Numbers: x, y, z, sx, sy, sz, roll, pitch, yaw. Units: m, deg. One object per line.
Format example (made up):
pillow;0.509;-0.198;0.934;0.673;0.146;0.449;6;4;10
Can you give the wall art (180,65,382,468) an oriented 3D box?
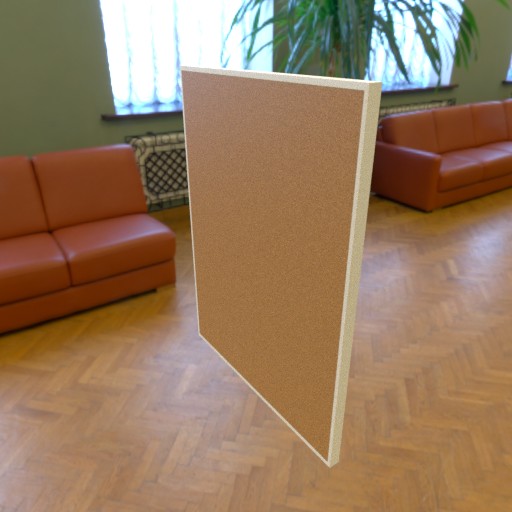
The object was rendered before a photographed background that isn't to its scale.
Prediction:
wall art;0.000;0.000;1.363;0.039;1.050;0.795;-17;31;-31
